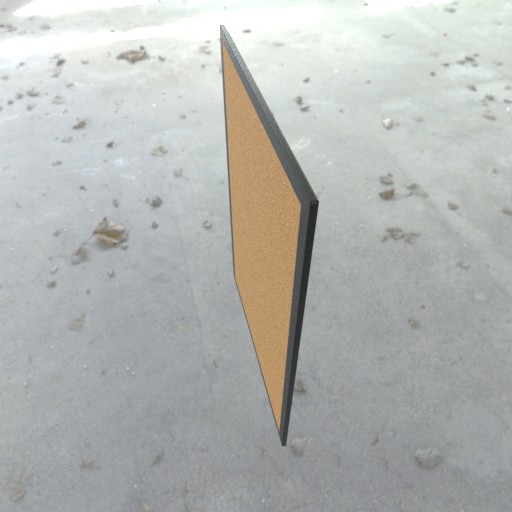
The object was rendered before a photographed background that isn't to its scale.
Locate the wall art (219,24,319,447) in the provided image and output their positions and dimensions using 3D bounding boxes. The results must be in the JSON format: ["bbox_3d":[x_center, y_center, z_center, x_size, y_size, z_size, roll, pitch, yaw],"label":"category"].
[{"bbox_3d":[0.000,0.000,1.231,0.013,0.967,0.707,-10,48,-9],"label":"wall art"}]
